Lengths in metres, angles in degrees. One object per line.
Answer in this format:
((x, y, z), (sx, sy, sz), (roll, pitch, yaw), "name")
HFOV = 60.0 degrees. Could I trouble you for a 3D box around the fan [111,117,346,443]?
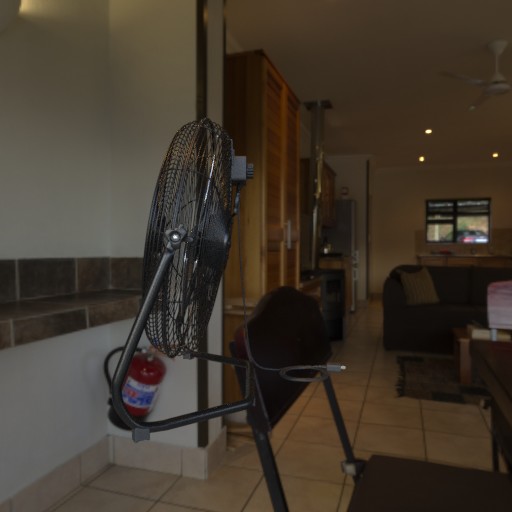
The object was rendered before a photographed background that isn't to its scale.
((0.000, 0.000, 0.913), (0.424, 0.546, 0.555), (0, 1, -1), "fan")
